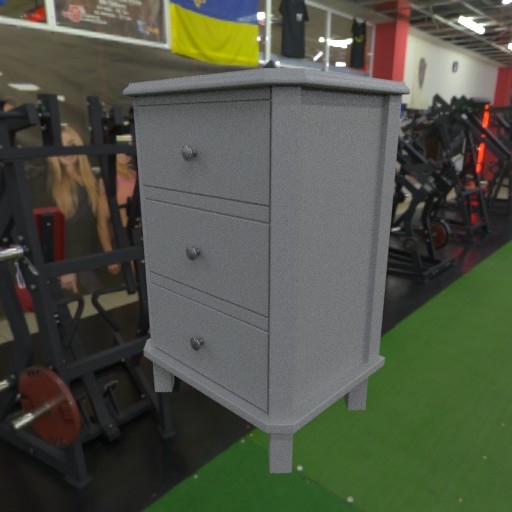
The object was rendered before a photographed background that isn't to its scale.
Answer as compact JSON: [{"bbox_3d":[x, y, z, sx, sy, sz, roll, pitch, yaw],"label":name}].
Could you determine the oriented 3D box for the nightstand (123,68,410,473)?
[{"bbox_3d":[0.000,0.000,0.935,0.450,0.680,0.350,15,23,42],"label":"nightstand"}]
